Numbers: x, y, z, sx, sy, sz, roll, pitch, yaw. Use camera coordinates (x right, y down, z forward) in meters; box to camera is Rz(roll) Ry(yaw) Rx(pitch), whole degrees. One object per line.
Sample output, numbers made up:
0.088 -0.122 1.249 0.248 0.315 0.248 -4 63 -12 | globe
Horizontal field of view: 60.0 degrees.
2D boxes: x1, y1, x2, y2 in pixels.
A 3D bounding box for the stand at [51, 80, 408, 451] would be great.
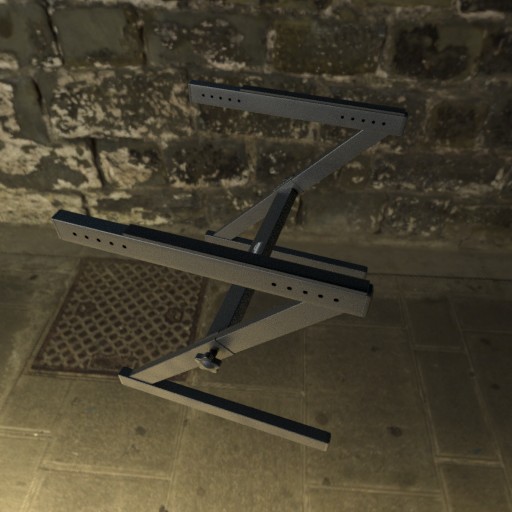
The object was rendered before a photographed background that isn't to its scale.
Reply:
0.000 0.000 1.164 0.586 0.617 0.700 13 47 13 | stand
